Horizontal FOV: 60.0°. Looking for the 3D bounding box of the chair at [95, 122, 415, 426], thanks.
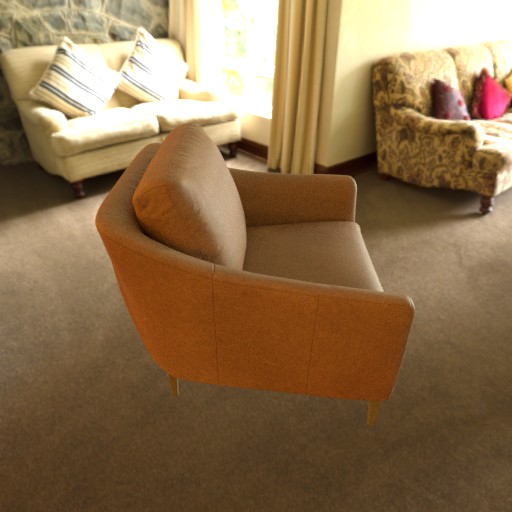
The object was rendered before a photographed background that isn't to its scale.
[{"bbox_3d":[0.000,0.000,1.745,0.963,0.895,0.988,0,31,0],"label":"chair"}]
